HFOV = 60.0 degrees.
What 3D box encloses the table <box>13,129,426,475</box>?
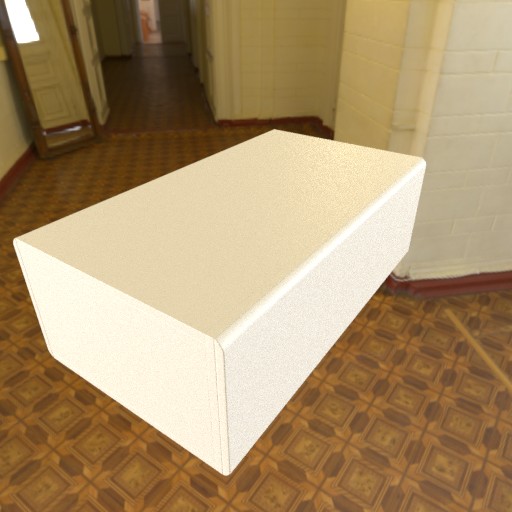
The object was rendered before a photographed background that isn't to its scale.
[{"bbox_3d":[0.000,0.000,1.377,0.639,0.442,1.097,20,37,29],"label":"table"}]
